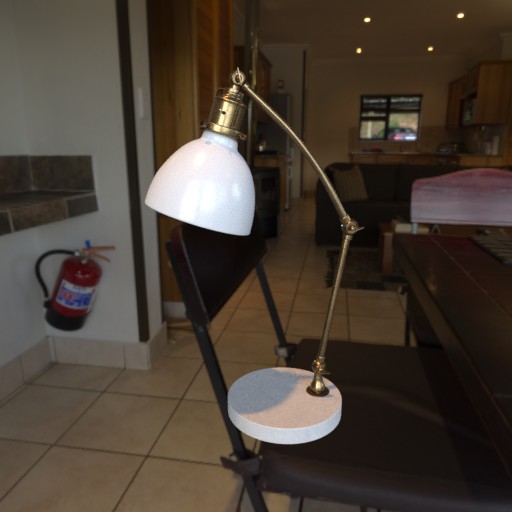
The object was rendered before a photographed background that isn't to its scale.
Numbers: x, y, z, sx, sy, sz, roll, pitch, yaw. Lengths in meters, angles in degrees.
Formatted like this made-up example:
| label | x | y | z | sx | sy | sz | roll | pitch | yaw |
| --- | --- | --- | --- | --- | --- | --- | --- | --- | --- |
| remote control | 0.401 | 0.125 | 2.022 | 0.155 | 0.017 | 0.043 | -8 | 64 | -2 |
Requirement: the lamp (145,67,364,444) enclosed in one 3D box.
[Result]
| label | x | y | z | sx | sy | sz | roll | pitch | yaw |
| --- | --- | --- | --- | --- | --- | --- | --- | --- | --- |
| lamp | 0.000 | 0.000 | 0.666 | 0.317 | 0.522 | 0.186 | -2 | 14 | -9 |
